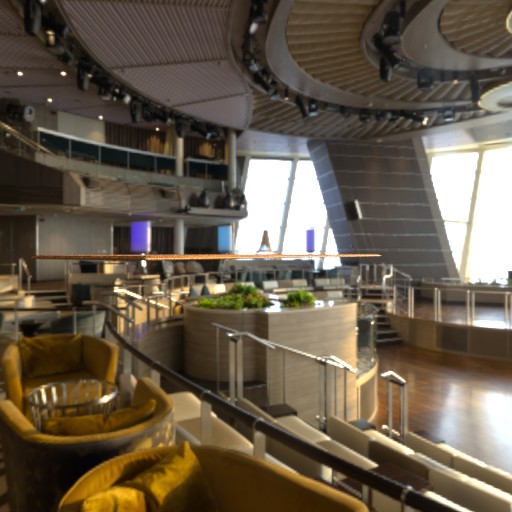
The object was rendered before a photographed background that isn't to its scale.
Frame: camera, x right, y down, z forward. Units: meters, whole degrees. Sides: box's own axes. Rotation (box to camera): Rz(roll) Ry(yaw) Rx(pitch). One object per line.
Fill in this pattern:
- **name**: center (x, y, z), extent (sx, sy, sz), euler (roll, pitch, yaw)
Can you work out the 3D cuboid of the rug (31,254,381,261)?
- **rug**: center (0.000, 0.000, 2.055), extent (0.556, 0.013, 1.820), euler (0, 0, 35)
